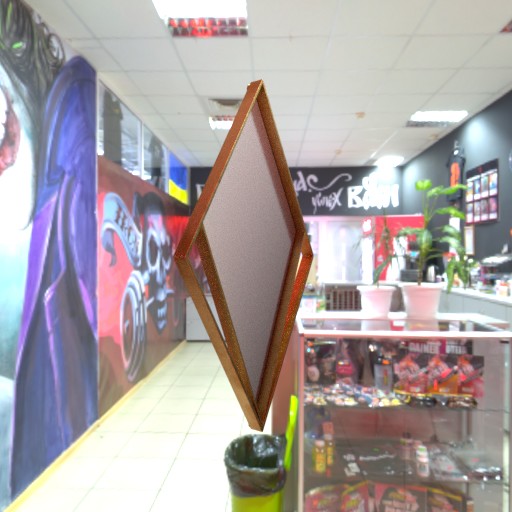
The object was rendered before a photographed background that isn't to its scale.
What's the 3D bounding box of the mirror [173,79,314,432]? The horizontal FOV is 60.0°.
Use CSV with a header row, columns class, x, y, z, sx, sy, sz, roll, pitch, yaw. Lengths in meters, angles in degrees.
class,x,y,z,sx,sy,sz,roll,pitch,yaw
mirror,0.000,0.000,0.861,0.032,0.679,0.419,0,0,35
